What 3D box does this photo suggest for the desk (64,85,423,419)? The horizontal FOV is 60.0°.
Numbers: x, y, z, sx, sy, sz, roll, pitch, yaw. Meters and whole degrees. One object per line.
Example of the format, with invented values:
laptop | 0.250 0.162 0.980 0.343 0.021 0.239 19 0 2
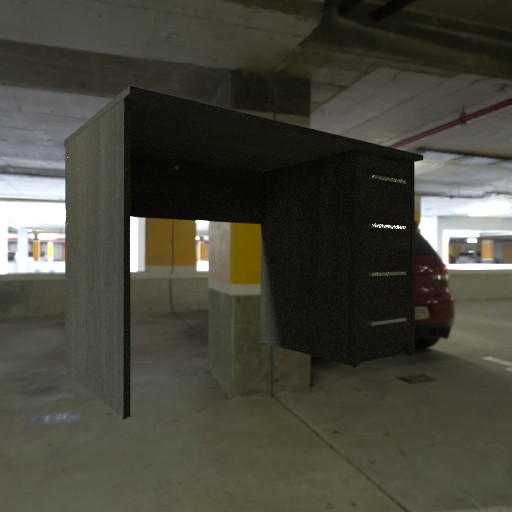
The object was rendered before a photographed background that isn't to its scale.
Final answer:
desk | 0.000 0.000 1.500 1.096 0.730 0.560 0 0 -37
